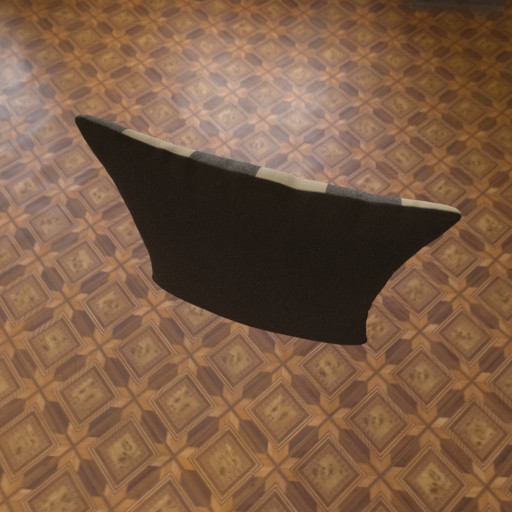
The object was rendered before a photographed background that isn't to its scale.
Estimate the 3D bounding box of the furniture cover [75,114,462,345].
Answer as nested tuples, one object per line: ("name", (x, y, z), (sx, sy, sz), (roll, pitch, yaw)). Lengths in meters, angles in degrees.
("furniture cover", (0.000, 0.000, 0.780), (0.511, 0.509, 0.161), (16, 63, 8))
